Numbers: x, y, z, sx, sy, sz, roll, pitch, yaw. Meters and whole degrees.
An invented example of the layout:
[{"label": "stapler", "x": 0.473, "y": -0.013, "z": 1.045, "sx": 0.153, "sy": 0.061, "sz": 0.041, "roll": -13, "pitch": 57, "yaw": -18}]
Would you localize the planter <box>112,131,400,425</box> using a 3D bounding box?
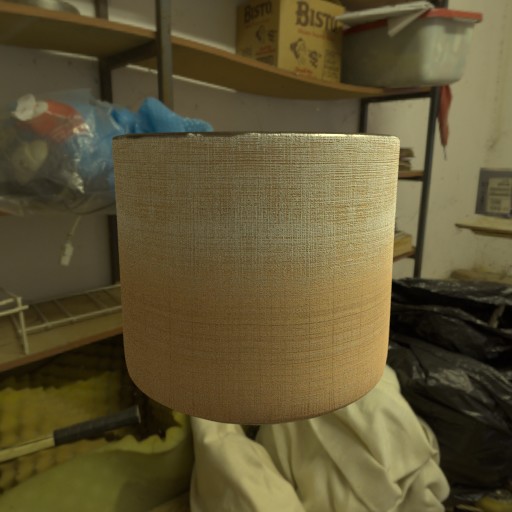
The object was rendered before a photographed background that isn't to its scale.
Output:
[{"label": "planter", "x": 0.000, "y": 0.000, "z": 0.426, "sx": 0.254, "sy": 0.221, "sz": 0.254, "roll": 0, "pitch": 13, "yaw": 0}]
